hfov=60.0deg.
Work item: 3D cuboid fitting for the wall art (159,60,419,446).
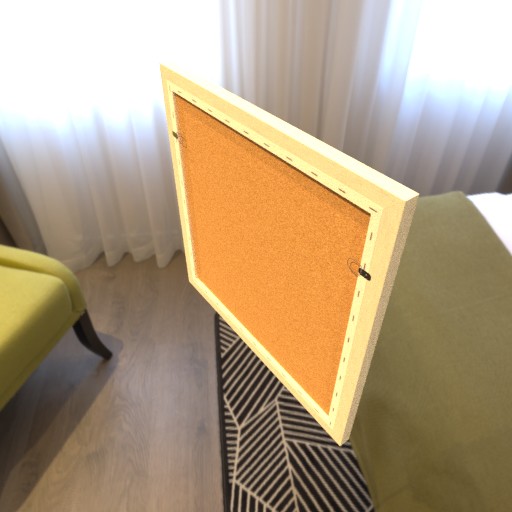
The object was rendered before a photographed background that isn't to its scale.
[{"bbox_3d":[0.000,0.000,1.508,0.045,1.016,1.016,-27,48,-27],"label":"wall art"}]
